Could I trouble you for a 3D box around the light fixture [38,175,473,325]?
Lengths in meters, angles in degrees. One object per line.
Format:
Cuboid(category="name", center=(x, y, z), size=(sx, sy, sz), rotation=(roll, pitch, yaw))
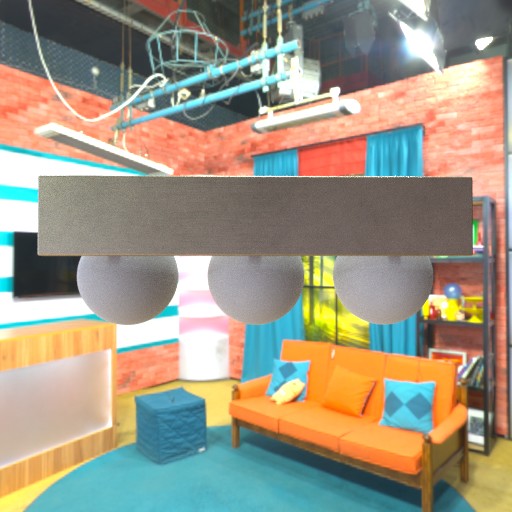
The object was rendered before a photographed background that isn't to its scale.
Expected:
Cuboid(category="light fixture", center=(0.000, 0.000, 0.841), size=(0.721, 0.263, 0.218), rotation=(0, -1, -1))
